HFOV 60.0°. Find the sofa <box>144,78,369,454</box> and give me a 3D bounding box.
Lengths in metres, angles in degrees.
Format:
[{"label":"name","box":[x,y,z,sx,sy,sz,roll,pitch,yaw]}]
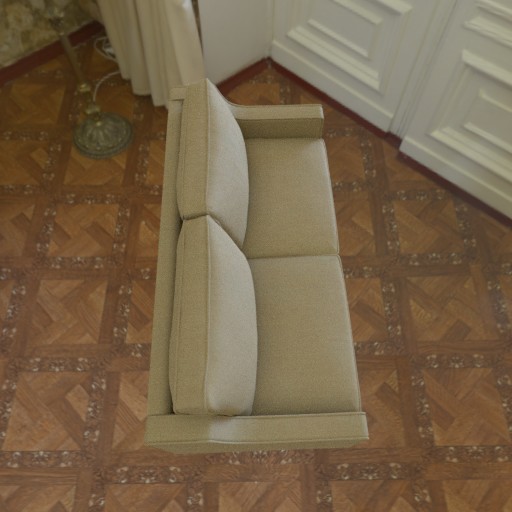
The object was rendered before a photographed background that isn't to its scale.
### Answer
[{"label":"sofa","box":[0.000,0.000,2.743,1.066,1.071,2.178,-2,63,-1]}]
